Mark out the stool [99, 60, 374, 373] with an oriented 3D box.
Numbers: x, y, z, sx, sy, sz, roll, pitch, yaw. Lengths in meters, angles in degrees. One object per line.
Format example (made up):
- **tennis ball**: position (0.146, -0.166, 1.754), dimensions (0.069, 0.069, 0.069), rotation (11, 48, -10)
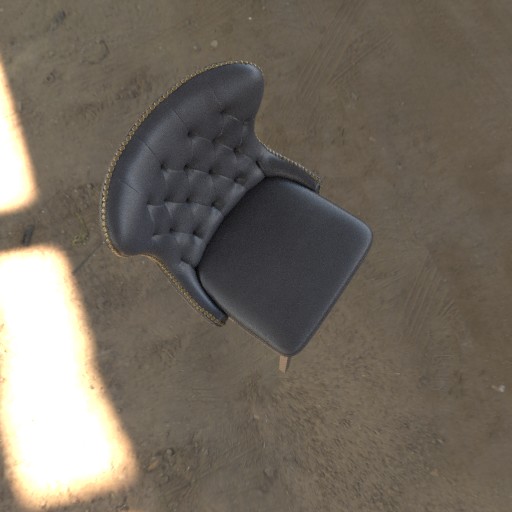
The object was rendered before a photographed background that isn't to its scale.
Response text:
- **stool**: position (0.000, 0.000, 1.385), dimensions (0.601, 1.050, 0.528), rotation (34, 78, 9)
